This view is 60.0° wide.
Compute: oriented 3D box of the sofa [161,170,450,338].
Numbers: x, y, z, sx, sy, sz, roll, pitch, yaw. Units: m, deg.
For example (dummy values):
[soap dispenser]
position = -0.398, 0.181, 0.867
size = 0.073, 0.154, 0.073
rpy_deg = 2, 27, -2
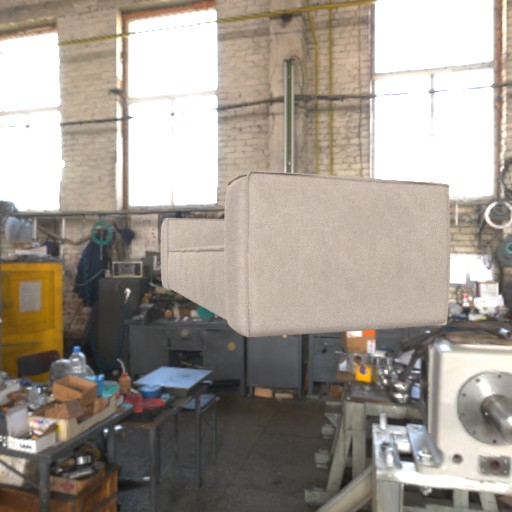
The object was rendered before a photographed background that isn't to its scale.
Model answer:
[sofa]
position = 0.000, 0.000, 3.091
size = 1.038, 0.680, 2.697
rpy_deg = 0, 0, -19
